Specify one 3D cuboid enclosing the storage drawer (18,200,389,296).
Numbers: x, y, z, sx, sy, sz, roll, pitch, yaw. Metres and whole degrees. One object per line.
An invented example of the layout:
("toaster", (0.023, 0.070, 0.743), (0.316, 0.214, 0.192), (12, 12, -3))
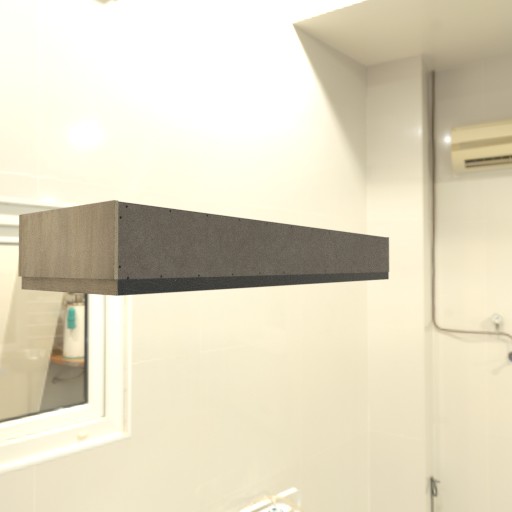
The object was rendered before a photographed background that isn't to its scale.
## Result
("storage drawer", (0.000, 0.000, 2.260), (0.591, 0.274, 2.072), (-1, -2, 38))
